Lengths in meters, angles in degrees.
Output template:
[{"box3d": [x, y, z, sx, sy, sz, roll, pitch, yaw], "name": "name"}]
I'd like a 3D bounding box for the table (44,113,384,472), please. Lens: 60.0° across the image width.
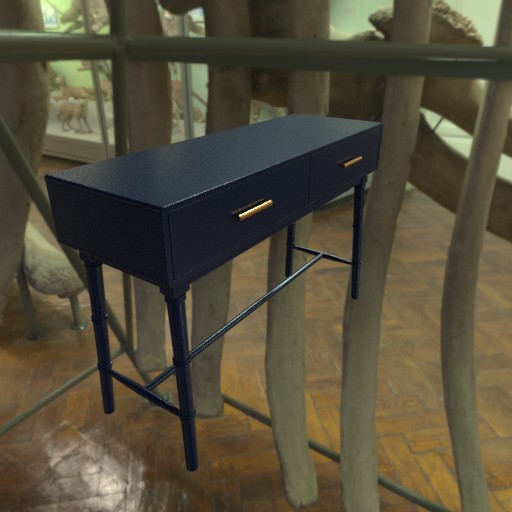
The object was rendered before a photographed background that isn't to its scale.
[{"box3d": [0.000, 0.000, 1.483, 0.399, 0.749, 1.118, 17, 31, 31], "name": "table"}]
